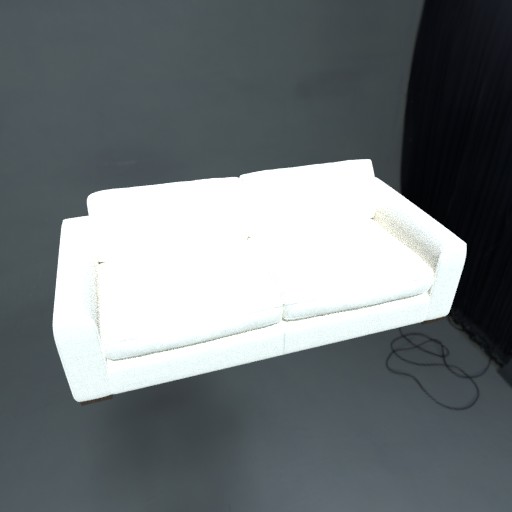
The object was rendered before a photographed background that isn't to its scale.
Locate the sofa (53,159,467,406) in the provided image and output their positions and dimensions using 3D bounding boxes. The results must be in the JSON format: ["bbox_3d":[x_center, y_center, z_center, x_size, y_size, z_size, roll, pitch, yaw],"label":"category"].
[{"bbox_3d":[0.000,0.000,2.733,2.262,0.801,1.070,-10,34,-15],"label":"sofa"}]
